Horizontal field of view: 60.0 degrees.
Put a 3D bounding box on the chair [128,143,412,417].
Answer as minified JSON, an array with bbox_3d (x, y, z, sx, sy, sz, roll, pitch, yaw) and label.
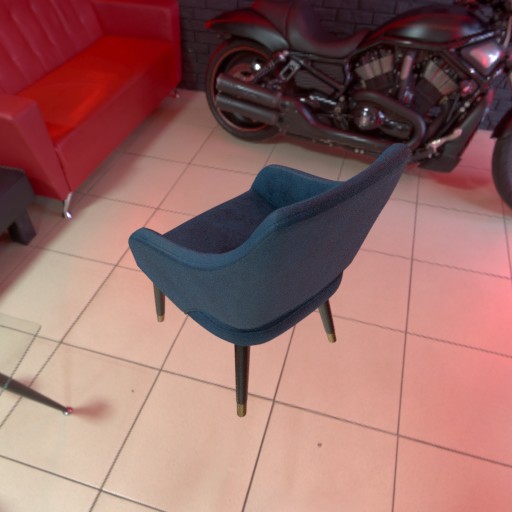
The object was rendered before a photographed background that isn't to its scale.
[{"bbox_3d":[0.000,0.000,1.621,0.683,1.081,0.794,-31,53,-28],"label":"chair"}]
